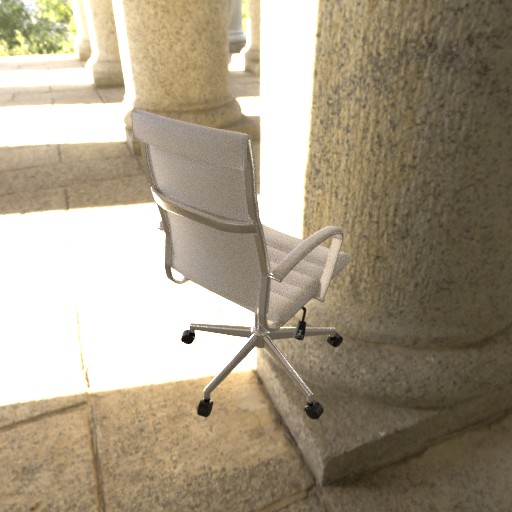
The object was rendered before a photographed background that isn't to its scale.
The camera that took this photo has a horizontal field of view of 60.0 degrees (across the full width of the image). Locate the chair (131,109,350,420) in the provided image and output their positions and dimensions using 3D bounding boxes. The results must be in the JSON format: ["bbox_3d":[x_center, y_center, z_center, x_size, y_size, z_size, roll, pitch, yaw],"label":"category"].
[{"bbox_3d":[0.000,0.000,1.700,0.766,1.149,0.739,22,38,32],"label":"chair"}]
